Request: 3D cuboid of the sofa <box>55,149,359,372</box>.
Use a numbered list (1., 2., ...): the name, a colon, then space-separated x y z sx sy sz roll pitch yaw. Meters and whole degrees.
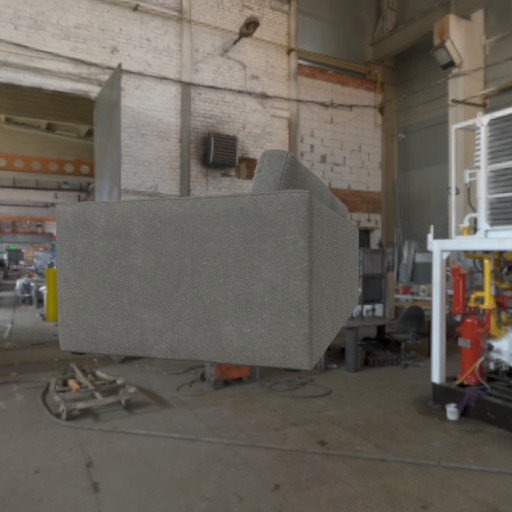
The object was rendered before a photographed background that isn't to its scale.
1. sofa: 0.000 0.000 2.751 1.092 0.838 2.257 0 0 17
